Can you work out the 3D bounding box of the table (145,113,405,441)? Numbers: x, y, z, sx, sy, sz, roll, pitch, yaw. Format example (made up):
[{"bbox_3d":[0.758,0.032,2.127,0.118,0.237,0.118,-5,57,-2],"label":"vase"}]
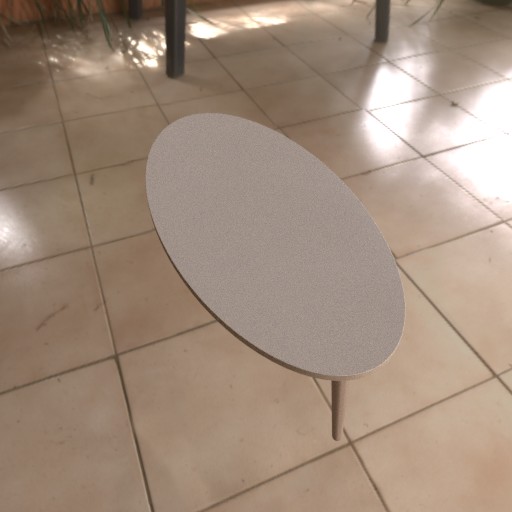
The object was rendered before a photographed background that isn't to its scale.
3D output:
[{"bbox_3d":[0.000,0.000,1.335,0.542,0.390,1.083,-18,48,-17],"label":"table"}]
